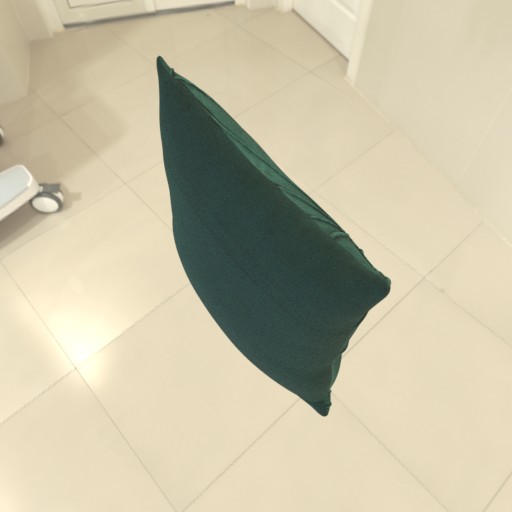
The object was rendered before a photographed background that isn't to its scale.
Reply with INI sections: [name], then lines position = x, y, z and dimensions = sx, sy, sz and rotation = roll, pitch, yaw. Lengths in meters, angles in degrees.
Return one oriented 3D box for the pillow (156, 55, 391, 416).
[pillow]
position = 0.000, 0.000, 0.665
dimensions = 0.184, 0.440, 0.439
rotation = -31, 63, -18
